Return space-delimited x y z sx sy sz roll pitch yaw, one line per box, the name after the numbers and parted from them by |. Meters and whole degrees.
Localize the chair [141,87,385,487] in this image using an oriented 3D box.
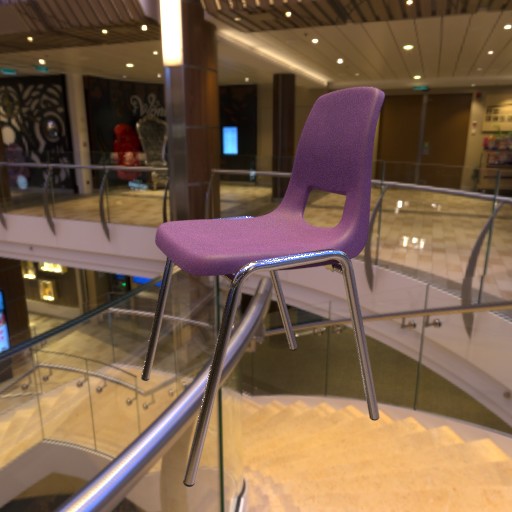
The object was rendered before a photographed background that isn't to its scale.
0.000 0.000 0.895 0.432 0.654 0.381 -7 17 -24 | chair
